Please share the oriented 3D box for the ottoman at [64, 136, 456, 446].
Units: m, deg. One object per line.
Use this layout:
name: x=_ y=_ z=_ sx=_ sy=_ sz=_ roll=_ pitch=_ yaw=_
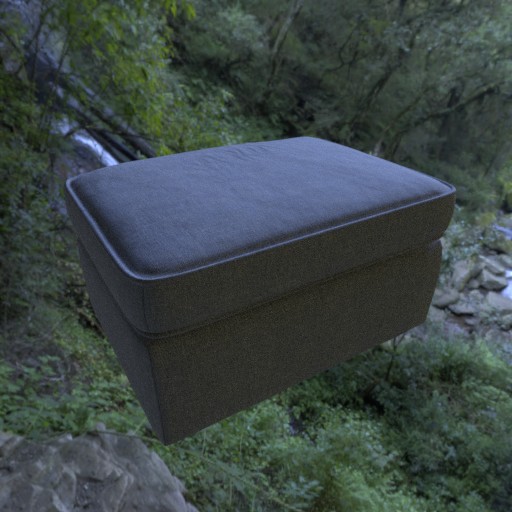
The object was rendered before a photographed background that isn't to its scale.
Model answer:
ottoman: x=0.000 y=0.000 z=1.093 sx=0.762 sy=0.457 sz=0.559 roll=-17 pitch=34 yaw=-27
